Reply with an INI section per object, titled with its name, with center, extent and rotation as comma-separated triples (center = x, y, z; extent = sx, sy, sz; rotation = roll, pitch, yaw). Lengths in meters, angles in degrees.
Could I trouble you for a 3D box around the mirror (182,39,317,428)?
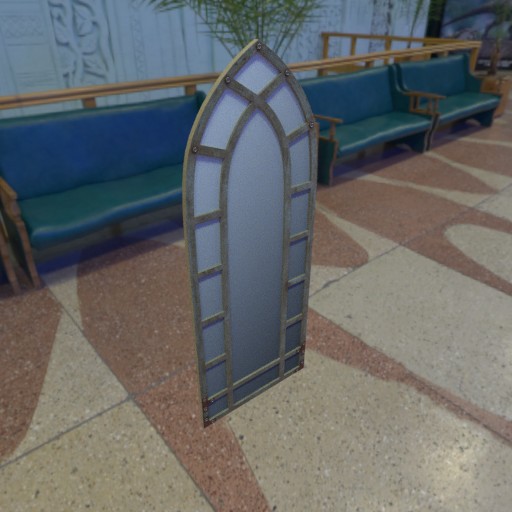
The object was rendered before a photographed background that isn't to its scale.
[mirror]
center = 0.000, 0.000, 1.334
extent = 0.464, 1.175, 0.025
rotation = -22, 36, -32
